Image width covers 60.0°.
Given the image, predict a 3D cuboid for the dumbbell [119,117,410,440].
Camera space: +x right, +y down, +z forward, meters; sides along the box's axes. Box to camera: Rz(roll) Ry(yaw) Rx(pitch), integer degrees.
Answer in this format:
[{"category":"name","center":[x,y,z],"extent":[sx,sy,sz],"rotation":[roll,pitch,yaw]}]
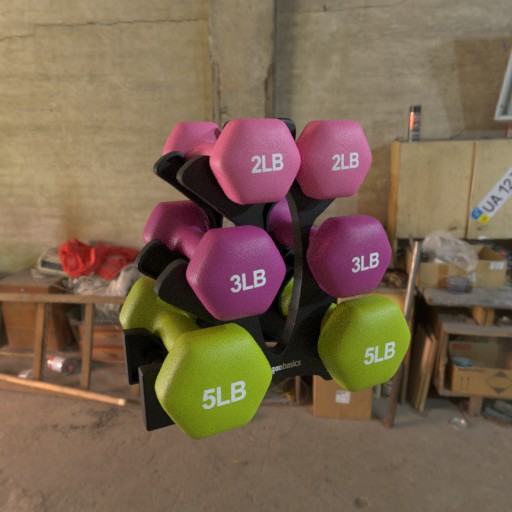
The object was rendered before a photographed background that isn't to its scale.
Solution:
[{"category":"dumbbell","center":[0.000,0.000,0.442],"extent":[0.257,0.261,0.203],"rotation":[-7,17,-25]}]
